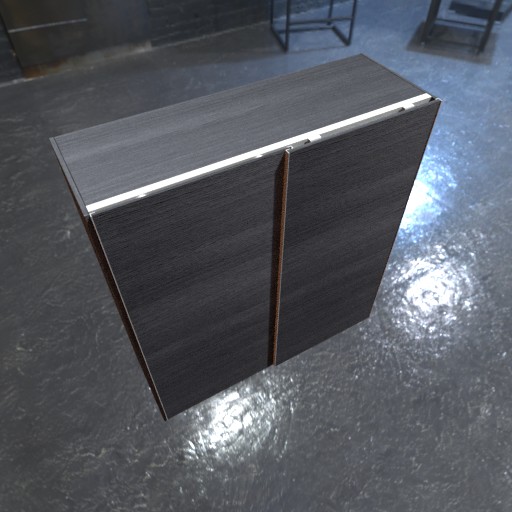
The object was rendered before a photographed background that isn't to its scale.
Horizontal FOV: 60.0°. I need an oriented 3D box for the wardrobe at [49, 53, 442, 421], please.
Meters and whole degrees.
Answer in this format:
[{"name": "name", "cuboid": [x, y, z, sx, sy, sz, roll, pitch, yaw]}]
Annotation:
[{"name": "wardrobe", "cuboid": [0.000, 0.000, 2.823, 1.780, 1.960, 0.629, -23, 52, -19]}]
